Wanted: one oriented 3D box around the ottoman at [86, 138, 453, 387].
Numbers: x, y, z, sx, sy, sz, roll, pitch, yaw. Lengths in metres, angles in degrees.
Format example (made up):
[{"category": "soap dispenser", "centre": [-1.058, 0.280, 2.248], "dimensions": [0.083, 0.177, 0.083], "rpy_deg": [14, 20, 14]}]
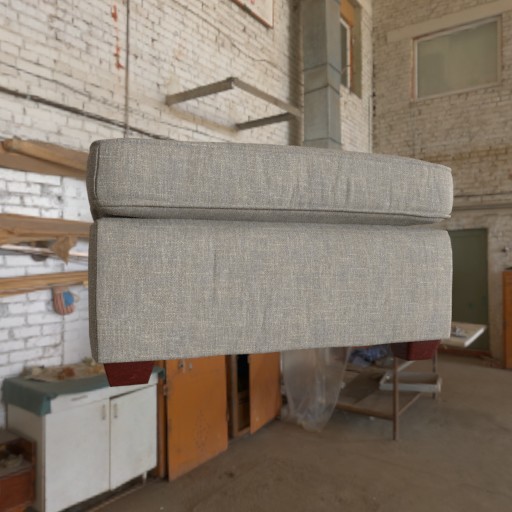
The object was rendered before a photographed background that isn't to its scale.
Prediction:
[{"category": "ottoman", "centre": [0.000, 0.000, 1.078], "dimensions": [0.762, 0.457, 0.559], "rpy_deg": [0, -1, -19]}]
